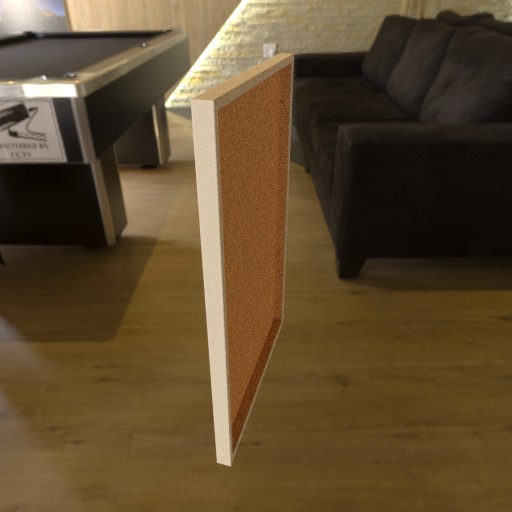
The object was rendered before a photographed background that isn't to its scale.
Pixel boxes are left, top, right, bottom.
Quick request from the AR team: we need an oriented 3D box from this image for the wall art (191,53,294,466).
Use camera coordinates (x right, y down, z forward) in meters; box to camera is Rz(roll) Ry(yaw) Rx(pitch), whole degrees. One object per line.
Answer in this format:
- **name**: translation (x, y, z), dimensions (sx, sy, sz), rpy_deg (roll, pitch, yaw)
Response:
- **wall art**: translation (0.000, 0.000, 1.171), dimensions (0.038, 0.914, 0.610), rpy_deg (8, 32, 14)
